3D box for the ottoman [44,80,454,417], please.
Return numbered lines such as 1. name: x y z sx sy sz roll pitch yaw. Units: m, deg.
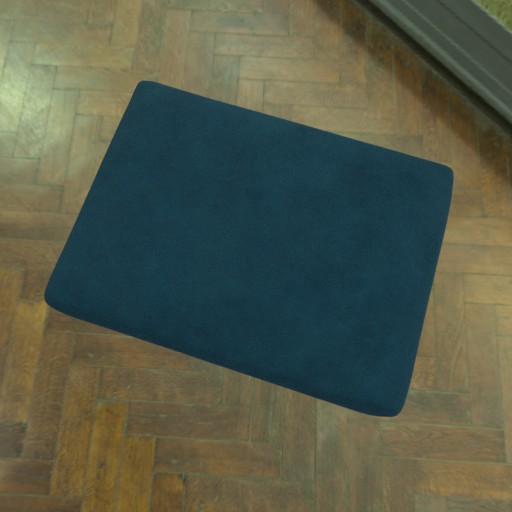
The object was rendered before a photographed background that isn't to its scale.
1. ottoman: 0.000 0.000 1.132 0.773 0.503 0.572 17 77 4
